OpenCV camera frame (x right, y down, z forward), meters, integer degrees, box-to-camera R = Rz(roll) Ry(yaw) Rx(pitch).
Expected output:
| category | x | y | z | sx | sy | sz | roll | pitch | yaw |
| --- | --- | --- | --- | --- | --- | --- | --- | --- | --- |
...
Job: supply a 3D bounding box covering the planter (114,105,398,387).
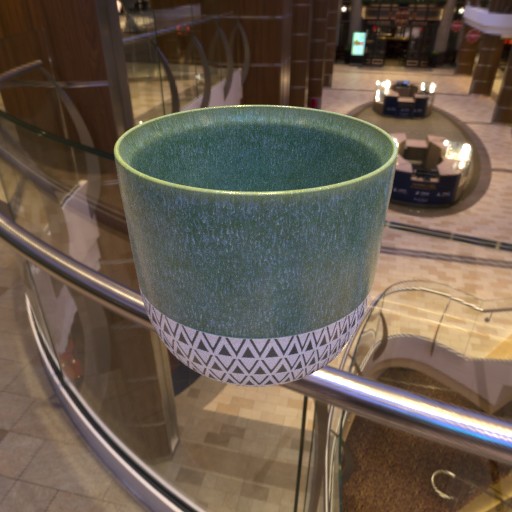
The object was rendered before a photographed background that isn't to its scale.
| category | x | y | z | sx | sy | sz | roll | pitch | yaw |
| --- | --- | --- | --- | --- | --- | --- | --- | --- | --- |
| planter | 0.000 | 0.000 | 0.499 | 0.266 | 0.270 | 0.266 | 0 | 32 | 0 |
